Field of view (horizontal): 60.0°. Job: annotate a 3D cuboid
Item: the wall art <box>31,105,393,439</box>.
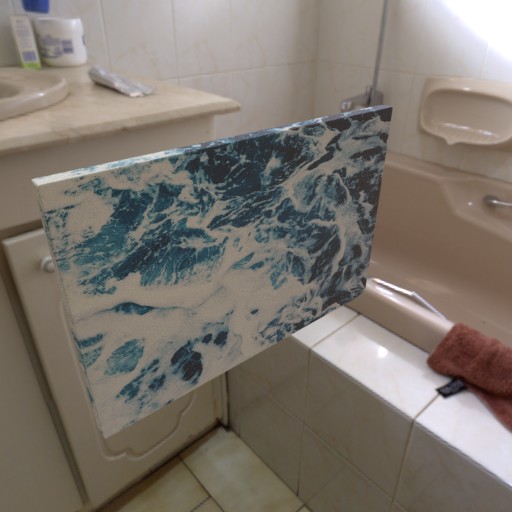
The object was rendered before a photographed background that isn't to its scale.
[{"bbox_3d":[0.000,0.000,1.110,0.915,0.610,0.042,-22,37,-33],"label":"wall art"}]
